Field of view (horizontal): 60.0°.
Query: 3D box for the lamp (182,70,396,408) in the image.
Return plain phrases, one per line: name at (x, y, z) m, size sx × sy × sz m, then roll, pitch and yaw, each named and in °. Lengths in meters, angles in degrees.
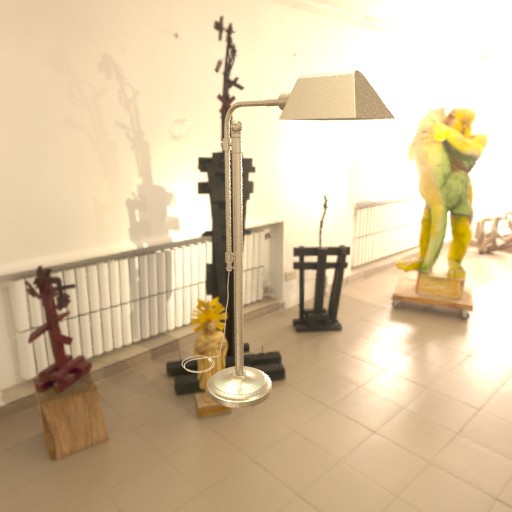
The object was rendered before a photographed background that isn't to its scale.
lamp at (0.000, 0.000, 0.960) m, size 0.159 × 0.708 × 0.546 m, roll -15°, pitch 21°, yaw -42°
